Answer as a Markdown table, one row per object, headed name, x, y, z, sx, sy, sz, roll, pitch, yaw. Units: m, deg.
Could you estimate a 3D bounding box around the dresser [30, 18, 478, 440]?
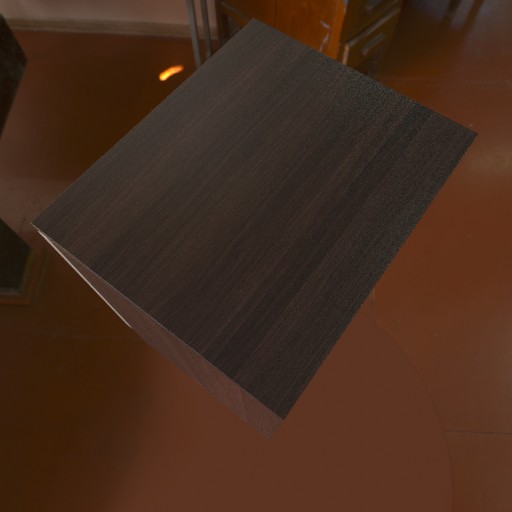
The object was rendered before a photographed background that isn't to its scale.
| name | x | y | z | sx | sy | sz | roll | pitch | yaw |
| --- | --- | --- | --- | --- | --- | --- | --- | --- | --- |
| dresser | 0.000 | 0.000 | 0.718 | 0.360 | 0.470 | 0.400 | 34 | 70 | 14 |
